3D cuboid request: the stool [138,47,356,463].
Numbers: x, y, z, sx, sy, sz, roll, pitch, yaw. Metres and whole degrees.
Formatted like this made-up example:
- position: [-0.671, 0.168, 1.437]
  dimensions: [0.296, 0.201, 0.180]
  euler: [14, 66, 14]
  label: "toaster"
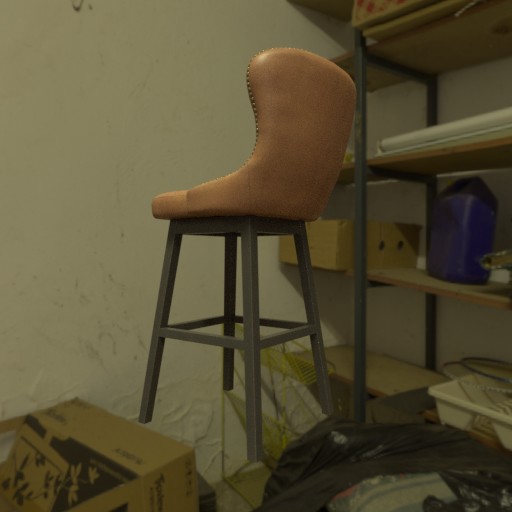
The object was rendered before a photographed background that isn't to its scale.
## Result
- position: [0.000, 0.000, 1.398]
  dimensions: [0.601, 1.050, 0.528]
  euler: [0, 0, 36]
  label: "stool"
